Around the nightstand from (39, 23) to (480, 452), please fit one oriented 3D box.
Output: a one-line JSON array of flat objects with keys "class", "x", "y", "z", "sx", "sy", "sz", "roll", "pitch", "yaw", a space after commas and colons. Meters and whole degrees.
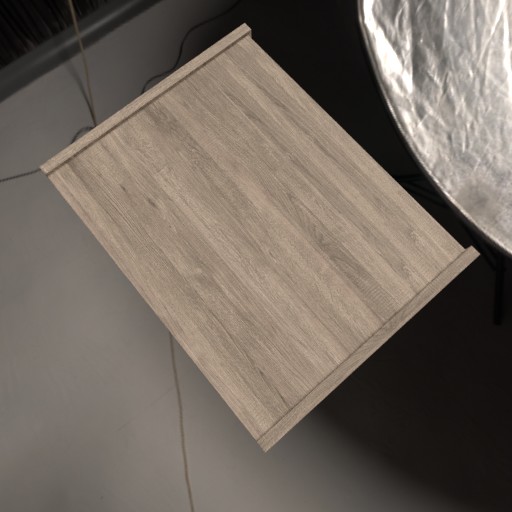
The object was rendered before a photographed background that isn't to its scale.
[{"class": "nightstand", "x": 0.000, "y": 0.000, "z": 0.839, "sx": 0.380, "sy": 0.500, "sz": 0.480, "roll": -39, "pitch": 78, "yaw": -10}]
